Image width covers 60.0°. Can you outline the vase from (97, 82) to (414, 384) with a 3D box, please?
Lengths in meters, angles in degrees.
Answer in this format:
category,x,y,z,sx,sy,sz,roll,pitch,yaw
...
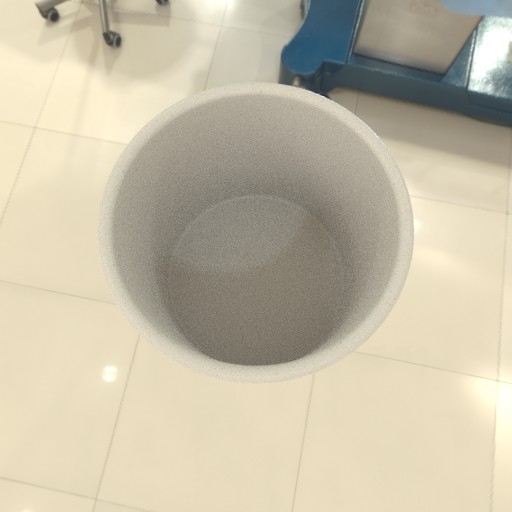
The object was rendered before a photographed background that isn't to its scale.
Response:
category,x,y,z,sx,sy,sz,roll,pitch,yaw
vase,0.000,0.000,0.251,0.137,0.127,0.137,0,75,0
